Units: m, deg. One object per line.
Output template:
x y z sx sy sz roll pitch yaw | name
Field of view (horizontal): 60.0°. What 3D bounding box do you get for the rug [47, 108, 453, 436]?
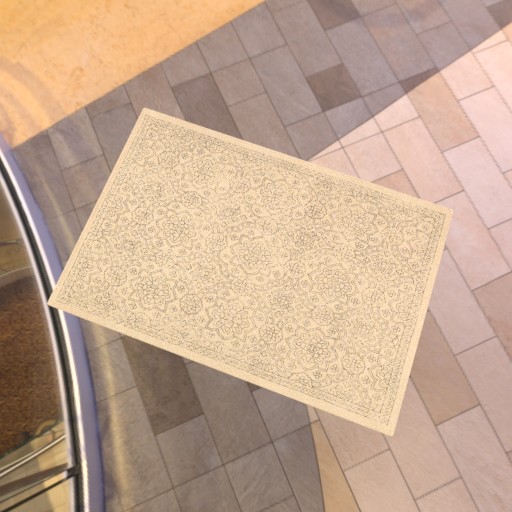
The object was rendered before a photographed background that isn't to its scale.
0.000 0.000 2.328 1.829 0.010 1.219 20 76 5 | rug
